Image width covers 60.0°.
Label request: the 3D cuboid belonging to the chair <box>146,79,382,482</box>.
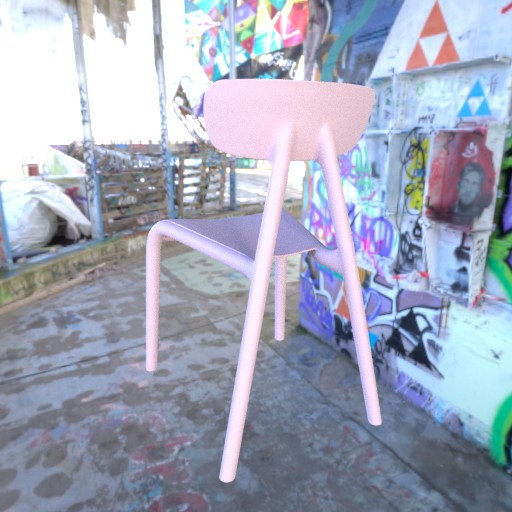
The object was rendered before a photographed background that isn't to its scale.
[{"bbox_3d":[0.000,0.000,0.832,0.356,0.580,0.401,-8,17,-26],"label":"chair"}]
